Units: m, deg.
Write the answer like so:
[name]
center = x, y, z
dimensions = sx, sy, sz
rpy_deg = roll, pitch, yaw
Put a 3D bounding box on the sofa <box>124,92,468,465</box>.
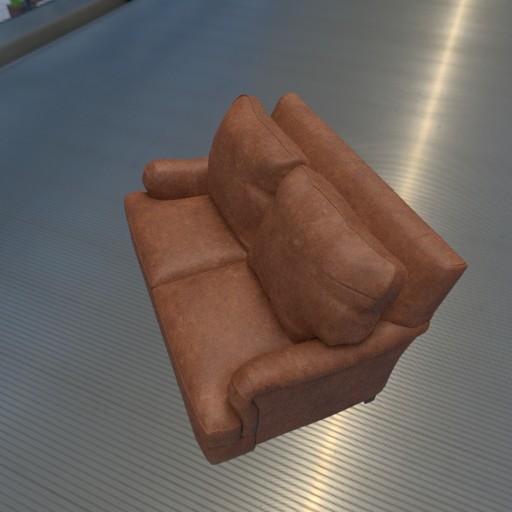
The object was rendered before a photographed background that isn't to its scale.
[sofa]
center = 0.000, 0.000, 2.184
dimensions = 1.077, 1.004, 1.527
rpy_deg = -17, 49, -15
